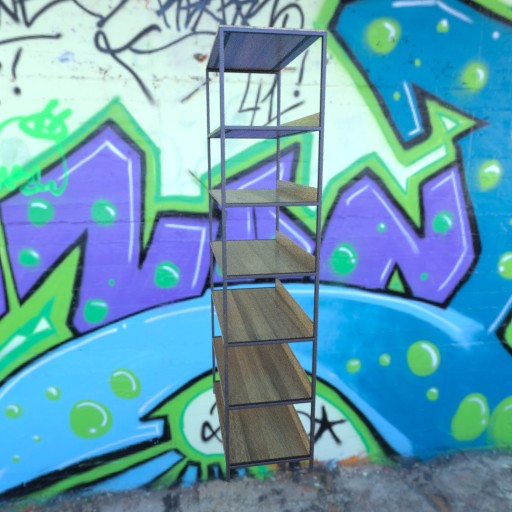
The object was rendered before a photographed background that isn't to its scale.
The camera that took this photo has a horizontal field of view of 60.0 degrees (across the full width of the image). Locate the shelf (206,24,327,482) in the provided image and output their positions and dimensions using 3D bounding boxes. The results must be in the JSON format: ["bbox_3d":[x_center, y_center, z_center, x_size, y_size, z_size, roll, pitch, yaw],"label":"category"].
[{"bbox_3d":[0.000,0.000,2.344,0.431,2.015,0.847,-2,13,-10],"label":"shelf"}]
